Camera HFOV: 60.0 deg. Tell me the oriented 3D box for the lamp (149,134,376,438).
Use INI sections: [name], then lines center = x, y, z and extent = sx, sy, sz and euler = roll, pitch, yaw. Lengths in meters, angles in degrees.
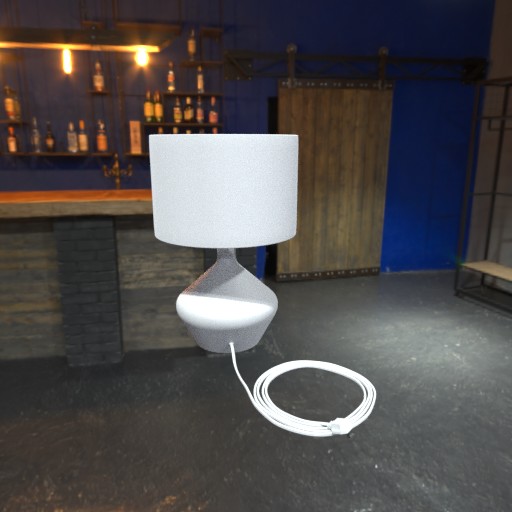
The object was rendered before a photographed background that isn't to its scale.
[lamp]
center = 0.000, 0.000, 0.866
extent = 0.401, 0.457, 0.546
euler = -2, 15, -8
